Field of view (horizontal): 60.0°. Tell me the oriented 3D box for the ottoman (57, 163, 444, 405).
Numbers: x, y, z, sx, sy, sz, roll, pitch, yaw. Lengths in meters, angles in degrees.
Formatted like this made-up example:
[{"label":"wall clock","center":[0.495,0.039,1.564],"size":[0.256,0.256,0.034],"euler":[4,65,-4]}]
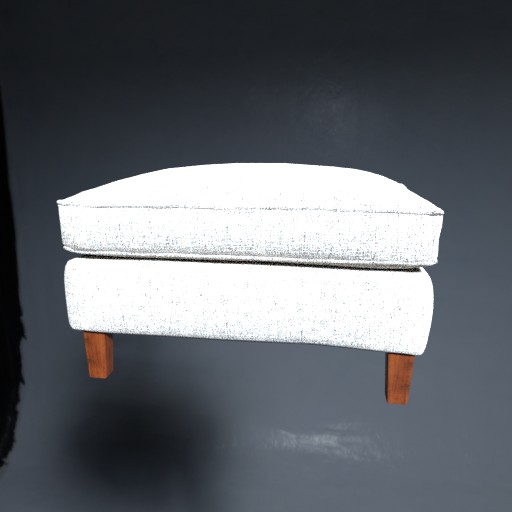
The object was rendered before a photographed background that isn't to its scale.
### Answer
[{"label":"ottoman","center":[0.000,0.000,0.994],"size":[0.686,0.406,0.508],"euler":[2,15,9]}]
